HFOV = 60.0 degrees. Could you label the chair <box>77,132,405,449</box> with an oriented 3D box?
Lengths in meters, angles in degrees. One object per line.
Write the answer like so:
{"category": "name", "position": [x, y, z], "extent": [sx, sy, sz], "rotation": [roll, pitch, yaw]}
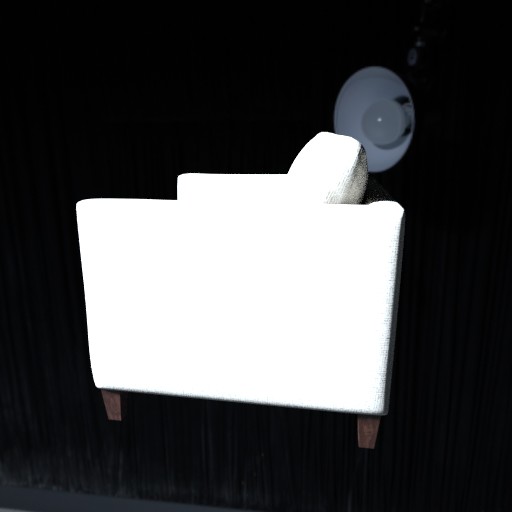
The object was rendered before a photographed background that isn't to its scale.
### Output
{"category": "chair", "position": [0.000, 0.000, 1.717], "extent": [0.959, 0.919, 0.996], "rotation": [3, 16, 9]}
